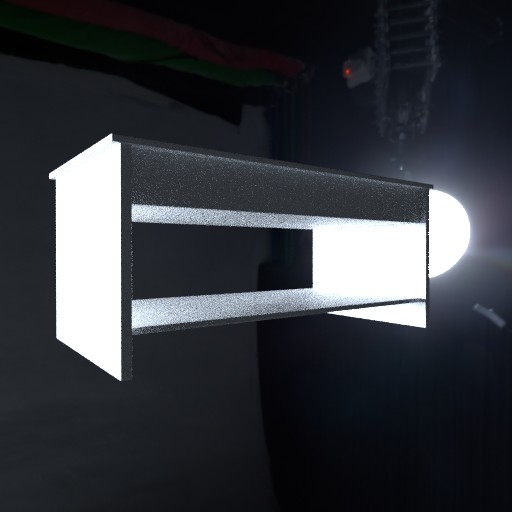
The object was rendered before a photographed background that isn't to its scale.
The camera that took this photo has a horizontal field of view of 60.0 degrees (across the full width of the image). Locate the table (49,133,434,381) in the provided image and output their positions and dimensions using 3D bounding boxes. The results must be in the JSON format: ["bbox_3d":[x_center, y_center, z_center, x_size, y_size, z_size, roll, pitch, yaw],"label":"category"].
[{"bbox_3d":[0.000,0.000,1.280,1.000,0.441,0.500,0,1,-36],"label":"table"}]
